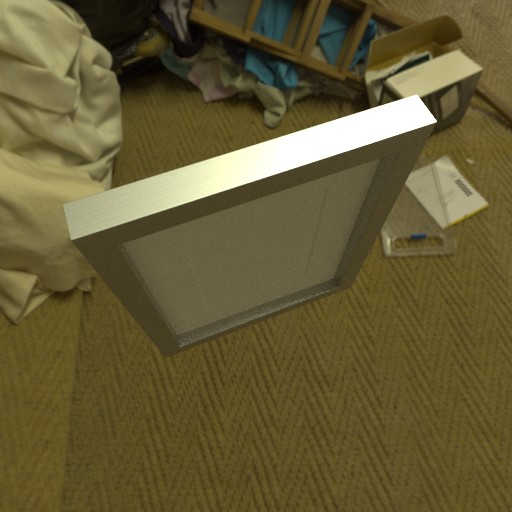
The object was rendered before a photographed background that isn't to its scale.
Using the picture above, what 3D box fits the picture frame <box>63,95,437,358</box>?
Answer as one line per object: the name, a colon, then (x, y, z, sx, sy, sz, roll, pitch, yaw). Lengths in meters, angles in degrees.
picture frame: (0.000, 0.000, 0.396, 0.233, 0.282, 0.036, -19, 66, -9)
